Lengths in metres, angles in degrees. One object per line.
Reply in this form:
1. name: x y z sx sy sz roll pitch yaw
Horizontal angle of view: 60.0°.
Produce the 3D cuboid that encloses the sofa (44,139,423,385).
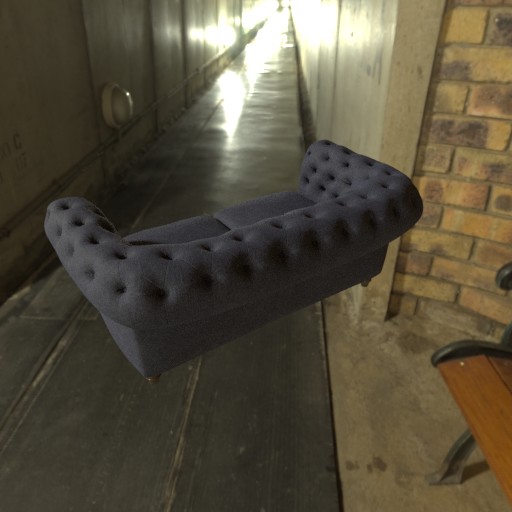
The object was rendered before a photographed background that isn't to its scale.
1. sofa: 0.000 0.000 2.548 1.988 0.833 1.082 -20 37 -28
